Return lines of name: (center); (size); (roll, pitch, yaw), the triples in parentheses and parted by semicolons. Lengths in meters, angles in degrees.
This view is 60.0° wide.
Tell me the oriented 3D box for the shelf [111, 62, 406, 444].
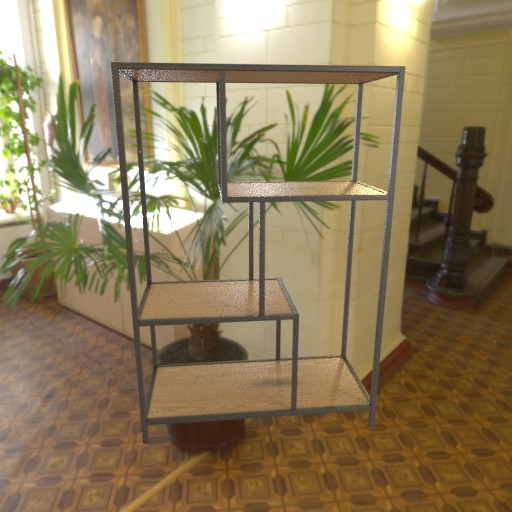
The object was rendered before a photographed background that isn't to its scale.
shelf: (0.000, 0.000, 1.475); (0.770, 1.138, 0.350); (-2, 16, -6)
